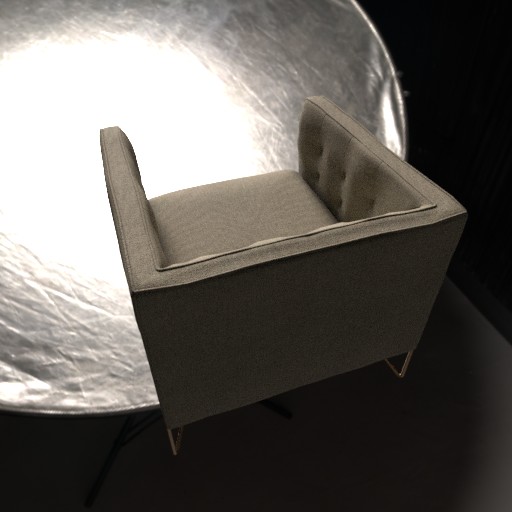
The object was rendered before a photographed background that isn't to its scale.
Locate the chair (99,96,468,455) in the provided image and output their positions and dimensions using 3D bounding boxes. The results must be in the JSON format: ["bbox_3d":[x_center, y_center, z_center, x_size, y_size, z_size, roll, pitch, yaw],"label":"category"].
[{"bbox_3d":[0.000,0.000,1.633,0.920,0.799,0.912,-13,43,-15],"label":"chair"}]
